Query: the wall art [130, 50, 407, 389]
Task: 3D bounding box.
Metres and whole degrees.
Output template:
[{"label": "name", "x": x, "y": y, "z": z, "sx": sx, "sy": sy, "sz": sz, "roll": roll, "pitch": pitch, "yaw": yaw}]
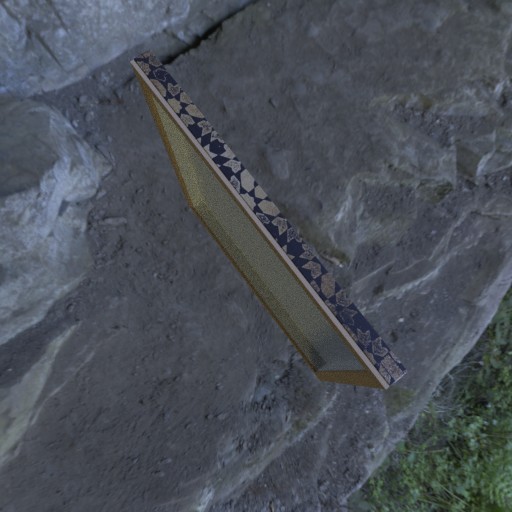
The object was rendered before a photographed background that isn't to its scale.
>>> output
[{"label": "wall art", "x": 0.000, "y": 0.000, "z": 0.927, "sx": 0.038, "sy": 0.612, "sz": 0.612, "roll": -36, "pitch": 78, "yaw": -9}]
